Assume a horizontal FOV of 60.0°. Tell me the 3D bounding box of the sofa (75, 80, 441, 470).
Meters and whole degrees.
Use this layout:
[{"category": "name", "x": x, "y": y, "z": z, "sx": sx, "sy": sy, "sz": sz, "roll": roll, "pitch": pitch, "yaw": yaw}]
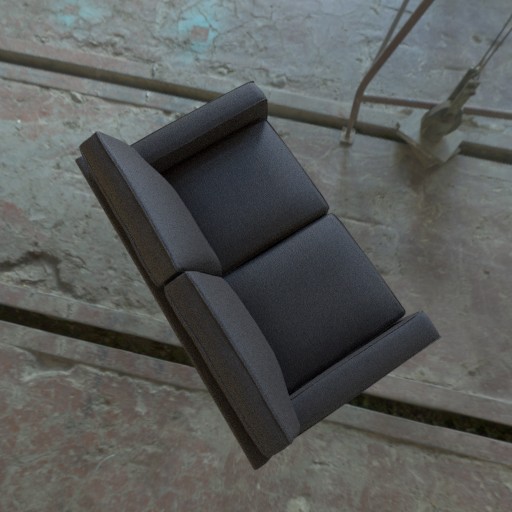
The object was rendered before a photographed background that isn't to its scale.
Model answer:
[{"category": "sofa", "x": 0.000, "y": 0.000, "z": 2.130, "sx": 0.974, "sy": 0.887, "sz": 1.534, "roll": -31, "pitch": 77, "yaw": -8}]
